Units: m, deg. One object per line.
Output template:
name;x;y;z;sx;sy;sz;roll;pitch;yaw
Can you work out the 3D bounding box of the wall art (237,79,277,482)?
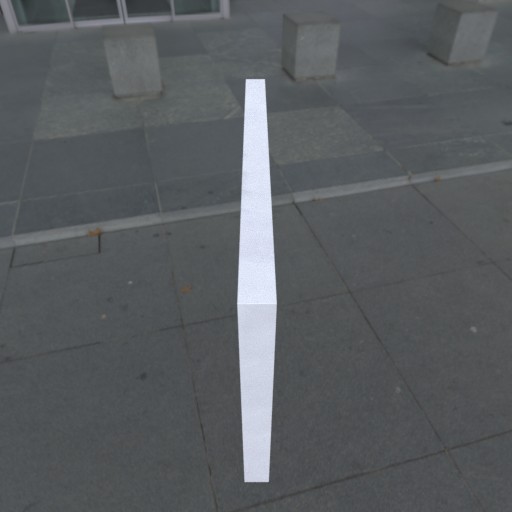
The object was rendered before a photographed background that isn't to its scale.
wall art;0.000;0.000;0.789;0.038;0.407;0.609;0;41;0
